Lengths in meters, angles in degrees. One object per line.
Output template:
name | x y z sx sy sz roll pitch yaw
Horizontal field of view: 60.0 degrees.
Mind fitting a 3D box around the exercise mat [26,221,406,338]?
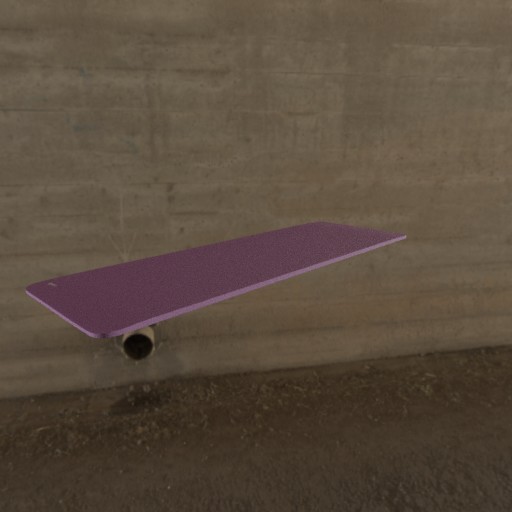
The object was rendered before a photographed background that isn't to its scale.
exercise mat | 0.000 0.000 2.071 0.616 0.021 1.869 14 20 42
